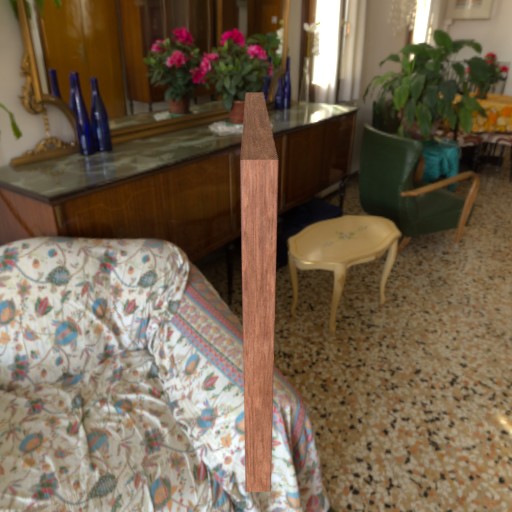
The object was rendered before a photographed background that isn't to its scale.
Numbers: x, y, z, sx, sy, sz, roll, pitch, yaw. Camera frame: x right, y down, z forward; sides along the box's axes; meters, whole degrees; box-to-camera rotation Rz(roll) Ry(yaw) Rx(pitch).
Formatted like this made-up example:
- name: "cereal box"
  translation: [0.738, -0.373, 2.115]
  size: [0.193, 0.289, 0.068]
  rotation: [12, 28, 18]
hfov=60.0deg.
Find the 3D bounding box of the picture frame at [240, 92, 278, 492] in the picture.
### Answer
- name: "picture frame"
  translation: [0.000, 0.000, 0.534]
  size: [0.025, 0.330, 0.381]
  rotation: [0, 26, -1]
